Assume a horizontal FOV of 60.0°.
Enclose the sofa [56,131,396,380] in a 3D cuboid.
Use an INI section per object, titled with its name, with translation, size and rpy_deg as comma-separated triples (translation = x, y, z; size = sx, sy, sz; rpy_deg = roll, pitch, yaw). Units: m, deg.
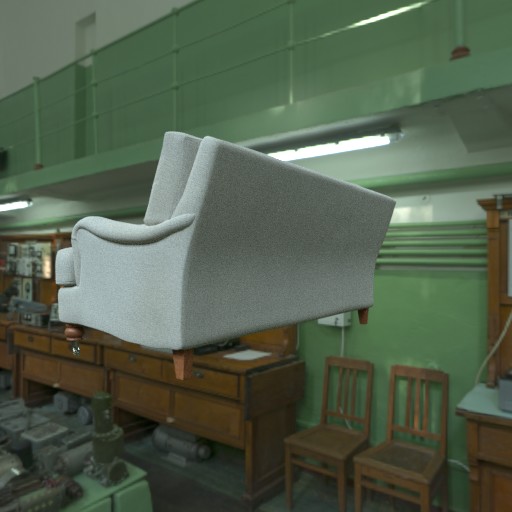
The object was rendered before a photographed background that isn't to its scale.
[sofa]
translation = 0.000, 0.000, 2.716
size = 1.091, 0.997, 2.070
rpy_deg = 0, -1, 36
